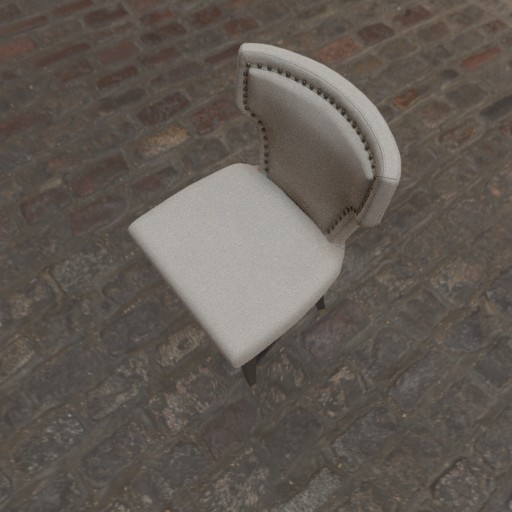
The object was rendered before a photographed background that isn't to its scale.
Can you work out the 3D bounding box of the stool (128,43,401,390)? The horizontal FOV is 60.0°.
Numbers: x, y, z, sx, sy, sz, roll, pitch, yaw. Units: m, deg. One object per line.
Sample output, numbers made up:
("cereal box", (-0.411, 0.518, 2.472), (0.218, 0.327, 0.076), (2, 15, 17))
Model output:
("stool", (0.000, 0.000, 1.404), (0.563, 1.092, 0.526), (-36, 69, -16))
